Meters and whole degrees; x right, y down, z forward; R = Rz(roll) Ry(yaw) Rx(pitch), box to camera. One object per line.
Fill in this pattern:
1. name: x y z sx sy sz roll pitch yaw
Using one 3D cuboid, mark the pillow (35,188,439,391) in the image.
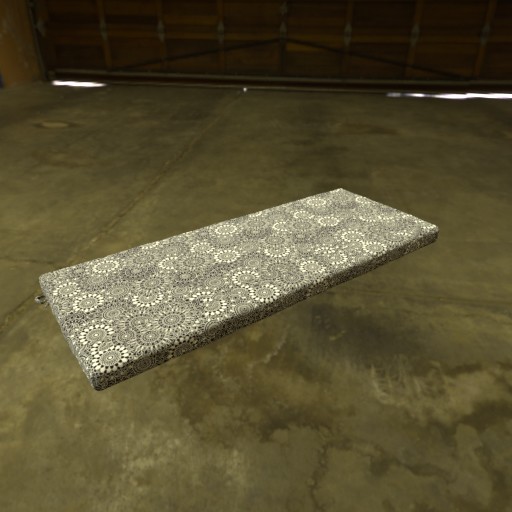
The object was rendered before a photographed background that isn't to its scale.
1. pillow: 0.000 0.000 1.340 1.187 0.081 0.492 -19 35 -31
